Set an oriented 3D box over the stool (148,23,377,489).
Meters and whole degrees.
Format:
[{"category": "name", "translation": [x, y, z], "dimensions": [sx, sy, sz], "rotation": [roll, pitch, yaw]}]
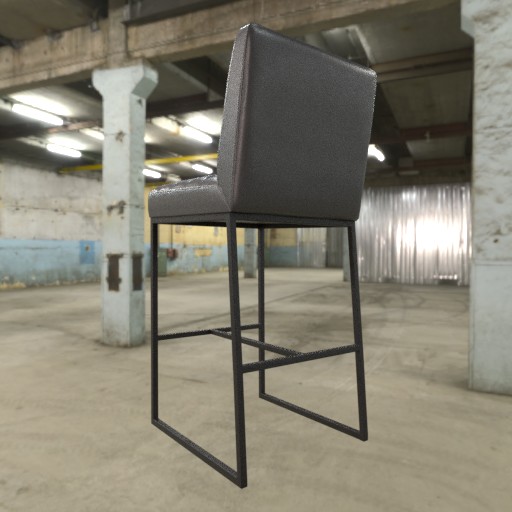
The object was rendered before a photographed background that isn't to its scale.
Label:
[{"category": "stool", "translation": [0.000, 0.000, 1.308], "dimensions": [0.457, 1.040, 0.552], "rotation": [0, 0, -37]}]
